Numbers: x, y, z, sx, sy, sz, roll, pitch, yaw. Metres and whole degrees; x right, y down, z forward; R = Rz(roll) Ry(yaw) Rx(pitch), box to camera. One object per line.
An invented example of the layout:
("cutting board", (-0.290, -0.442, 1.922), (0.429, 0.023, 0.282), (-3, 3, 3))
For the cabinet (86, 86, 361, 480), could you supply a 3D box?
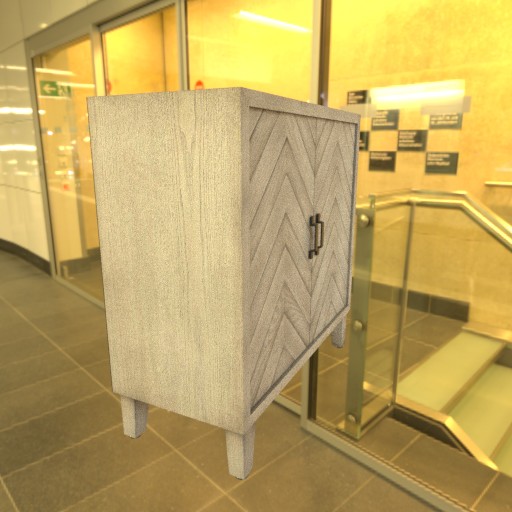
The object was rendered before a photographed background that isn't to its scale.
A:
("cabinet", (0.000, 0.000, 1.237), (0.370, 0.787, 0.781), (7, 16, 26))
